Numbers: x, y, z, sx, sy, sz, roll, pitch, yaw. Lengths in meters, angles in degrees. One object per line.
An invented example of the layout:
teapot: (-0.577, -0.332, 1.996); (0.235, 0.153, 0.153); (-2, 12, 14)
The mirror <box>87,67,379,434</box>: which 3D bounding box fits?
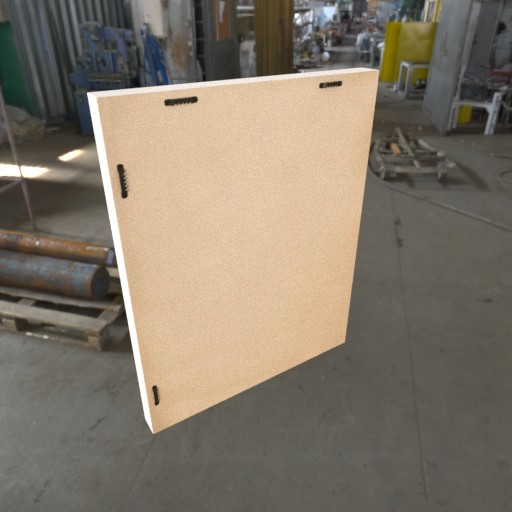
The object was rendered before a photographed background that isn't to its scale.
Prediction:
mirror: (0.000, 0.000, 0.681); (0.405, 0.508, 0.041); (-18, 34, -28)
